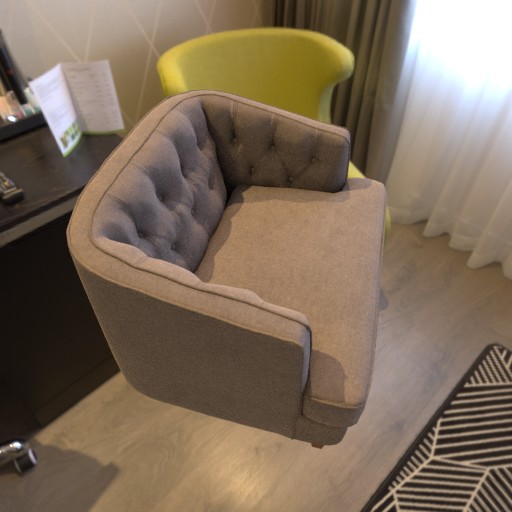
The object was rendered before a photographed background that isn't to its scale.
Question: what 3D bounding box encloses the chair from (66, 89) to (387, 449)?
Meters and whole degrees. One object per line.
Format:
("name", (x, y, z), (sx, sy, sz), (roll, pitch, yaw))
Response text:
("chair", (0.000, 0.000, 1.689), (0.941, 0.852, 1.104), (11, 47, 10))
